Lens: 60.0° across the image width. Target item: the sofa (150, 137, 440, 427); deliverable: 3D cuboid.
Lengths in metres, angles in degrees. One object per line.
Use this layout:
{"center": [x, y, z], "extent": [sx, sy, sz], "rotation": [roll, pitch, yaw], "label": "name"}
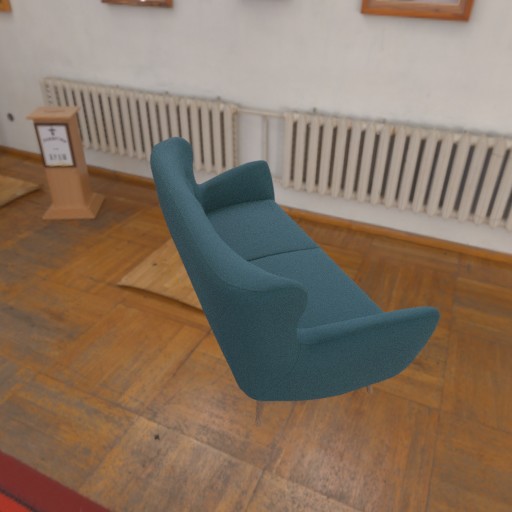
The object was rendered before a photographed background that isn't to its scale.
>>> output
{"center": [0.000, 0.000, 2.446], "extent": [0.889, 0.890, 1.930], "rotation": [-11, 33, -17], "label": "sofa"}
